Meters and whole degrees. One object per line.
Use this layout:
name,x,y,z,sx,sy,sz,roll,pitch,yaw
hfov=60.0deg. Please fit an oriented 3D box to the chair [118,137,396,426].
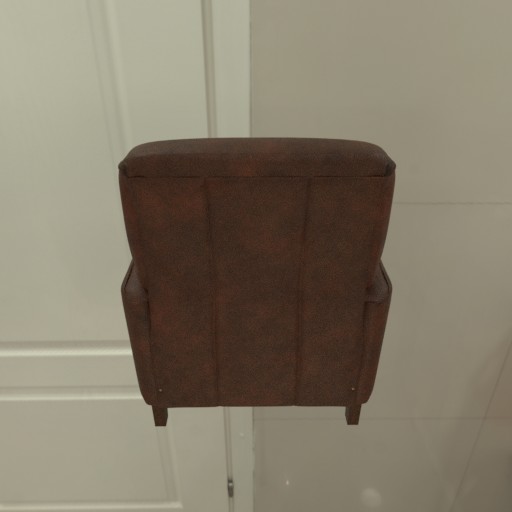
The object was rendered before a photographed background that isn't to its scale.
chair,0.000,0.000,1.648,0.843,1.043,0.836,0,29,0
